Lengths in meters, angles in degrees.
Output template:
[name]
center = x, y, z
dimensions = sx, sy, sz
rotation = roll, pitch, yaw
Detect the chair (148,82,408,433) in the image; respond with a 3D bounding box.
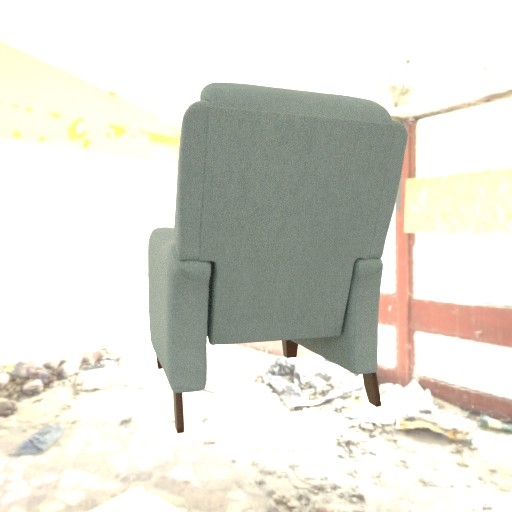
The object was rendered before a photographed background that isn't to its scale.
[chair]
center = 0.000, 0.000, 1.774
dimensions = 0.785, 1.067, 0.988
rotation = -1, 2, -18
